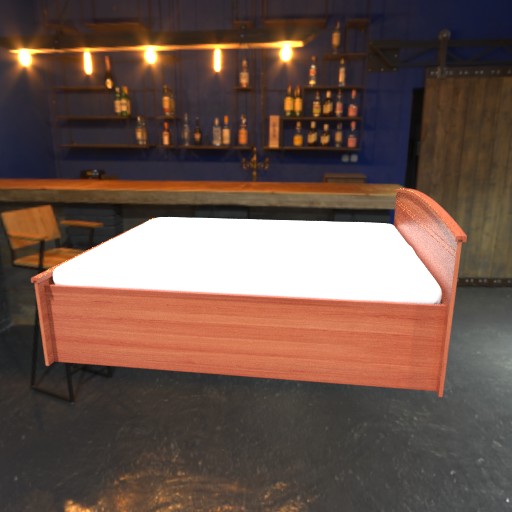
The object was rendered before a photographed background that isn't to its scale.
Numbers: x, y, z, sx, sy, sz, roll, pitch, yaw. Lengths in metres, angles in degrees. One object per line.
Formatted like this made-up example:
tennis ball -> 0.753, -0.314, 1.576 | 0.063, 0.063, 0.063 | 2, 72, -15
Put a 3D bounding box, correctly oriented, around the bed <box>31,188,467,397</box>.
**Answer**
bed -> 0.000, 0.000, 2.917 | 2.053, 0.848, 1.683 | 2, 15, 8
